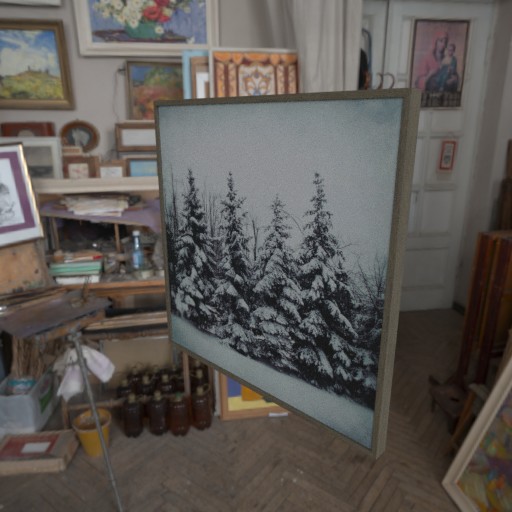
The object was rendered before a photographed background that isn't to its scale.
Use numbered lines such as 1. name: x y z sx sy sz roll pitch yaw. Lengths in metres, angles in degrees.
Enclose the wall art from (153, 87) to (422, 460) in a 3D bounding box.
1. wall art: 0.000 0.000 1.116 0.758 0.758 0.039 16 23 41
